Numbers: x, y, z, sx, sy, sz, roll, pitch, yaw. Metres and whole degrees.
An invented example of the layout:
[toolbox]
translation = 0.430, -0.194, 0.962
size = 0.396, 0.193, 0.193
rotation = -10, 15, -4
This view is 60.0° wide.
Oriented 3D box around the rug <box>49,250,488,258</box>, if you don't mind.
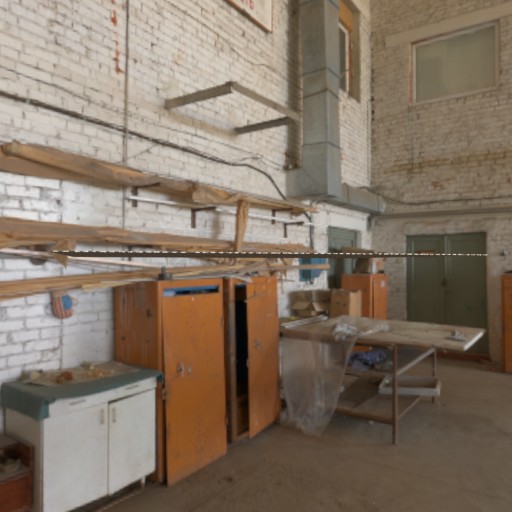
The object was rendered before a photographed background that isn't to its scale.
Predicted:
[rug]
translation = 0.000, 0.000, 2.203
size = 1.750, 0.004, 1.177
rotation = 0, -1, -19
